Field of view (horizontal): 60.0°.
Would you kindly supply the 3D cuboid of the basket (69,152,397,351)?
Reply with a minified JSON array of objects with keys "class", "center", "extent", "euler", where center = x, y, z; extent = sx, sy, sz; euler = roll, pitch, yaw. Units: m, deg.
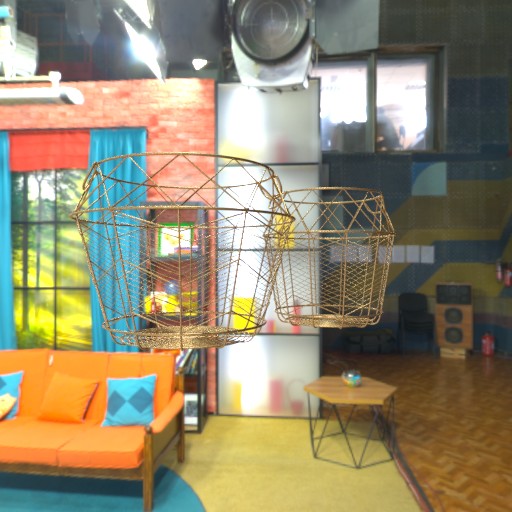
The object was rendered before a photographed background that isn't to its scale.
[{"class":"basket","center":[0.000,0.000,1.024],"extent":[0.805,0.343,0.451],"euler":[0,-1,-36]}]
